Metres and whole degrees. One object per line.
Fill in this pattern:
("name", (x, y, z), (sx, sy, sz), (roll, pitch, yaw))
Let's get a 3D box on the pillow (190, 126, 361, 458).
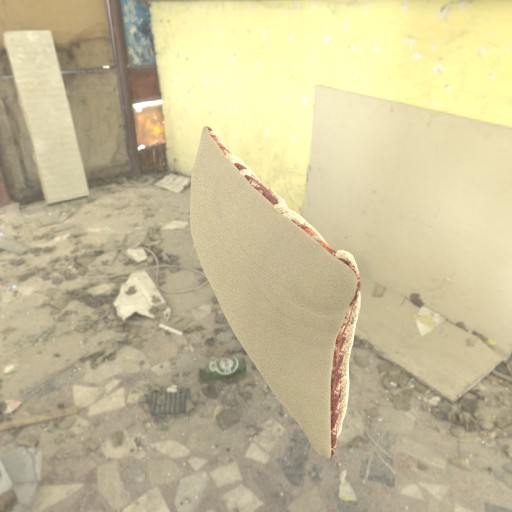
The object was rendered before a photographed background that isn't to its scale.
("pillow", (0.000, 0.000, 0.732), (0.161, 0.295, 0.608), (-10, 31, -17))
